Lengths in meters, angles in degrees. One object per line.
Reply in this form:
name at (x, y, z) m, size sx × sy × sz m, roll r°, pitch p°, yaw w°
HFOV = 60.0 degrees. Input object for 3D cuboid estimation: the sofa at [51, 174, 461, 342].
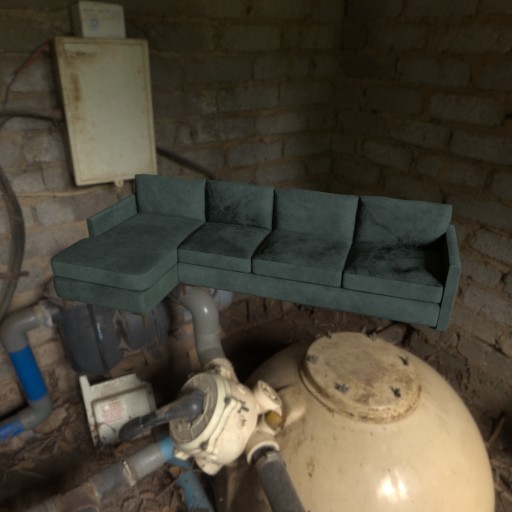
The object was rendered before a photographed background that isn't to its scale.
sofa at (0.000, 0.000, 4.069) m, size 3.400 × 0.967 × 1.500 m, roll 8°, pitch 27°, yaw 17°
